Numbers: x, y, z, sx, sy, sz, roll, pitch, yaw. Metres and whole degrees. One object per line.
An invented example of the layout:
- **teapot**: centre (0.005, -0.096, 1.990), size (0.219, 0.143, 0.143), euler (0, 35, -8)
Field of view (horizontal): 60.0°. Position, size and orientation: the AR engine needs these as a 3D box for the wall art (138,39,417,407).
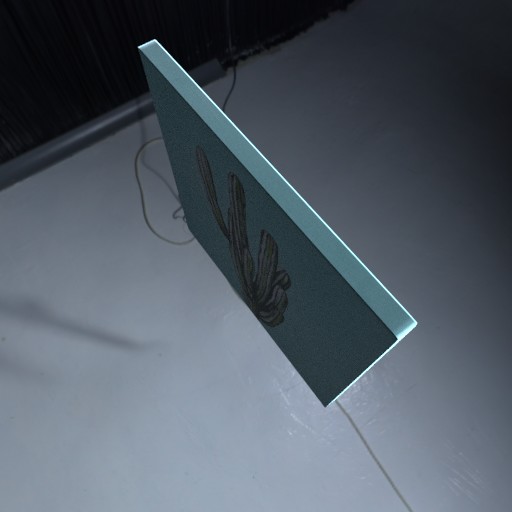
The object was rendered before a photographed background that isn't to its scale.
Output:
- **wall art**: centre (0.000, 0.000, 1.583), size (0.070, 1.073, 1.071), euler (-34, 69, -15)
